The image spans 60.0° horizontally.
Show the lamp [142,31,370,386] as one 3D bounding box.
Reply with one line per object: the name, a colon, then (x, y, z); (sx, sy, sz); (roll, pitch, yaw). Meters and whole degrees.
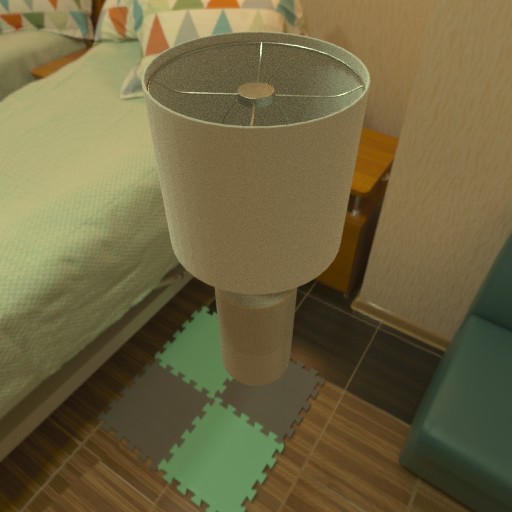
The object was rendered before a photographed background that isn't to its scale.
lamp: (0.000, 0.000, 0.591); (0.212, 0.493, 0.212); (3, 45, 3)
